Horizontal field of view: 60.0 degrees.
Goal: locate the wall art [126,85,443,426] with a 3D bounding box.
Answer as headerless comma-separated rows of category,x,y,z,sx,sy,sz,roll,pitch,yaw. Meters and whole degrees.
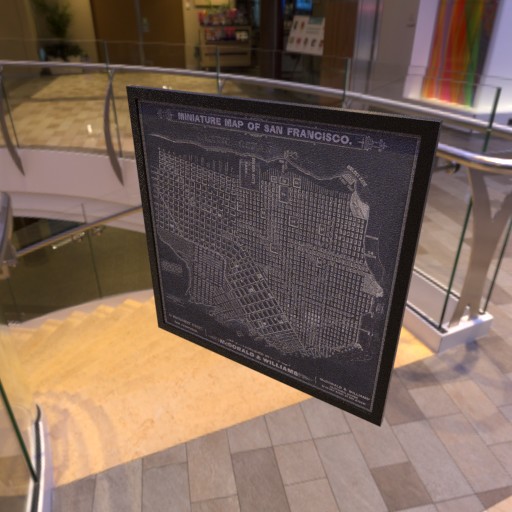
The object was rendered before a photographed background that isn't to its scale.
wall art,0.000,0.000,1.197,0.807,0.807,0.022,17,33,28
